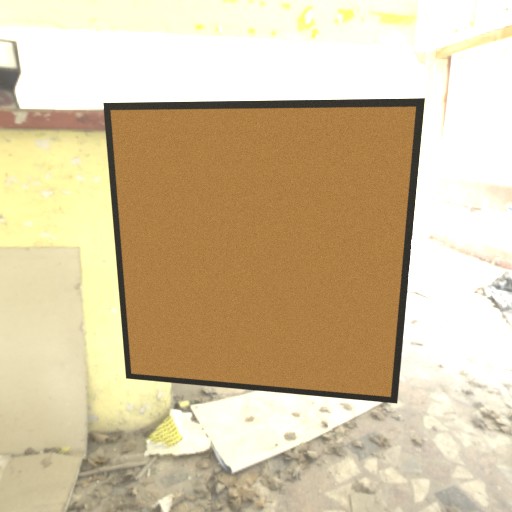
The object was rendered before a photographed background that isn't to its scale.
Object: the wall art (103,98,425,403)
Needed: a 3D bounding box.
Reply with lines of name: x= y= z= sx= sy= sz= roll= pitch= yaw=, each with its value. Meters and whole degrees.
wall art: x=0.000 y=0.000 z=1.152 sx=0.763 sy=0.763 sz=0.038 roll=2 pitch=15 yaw=9
